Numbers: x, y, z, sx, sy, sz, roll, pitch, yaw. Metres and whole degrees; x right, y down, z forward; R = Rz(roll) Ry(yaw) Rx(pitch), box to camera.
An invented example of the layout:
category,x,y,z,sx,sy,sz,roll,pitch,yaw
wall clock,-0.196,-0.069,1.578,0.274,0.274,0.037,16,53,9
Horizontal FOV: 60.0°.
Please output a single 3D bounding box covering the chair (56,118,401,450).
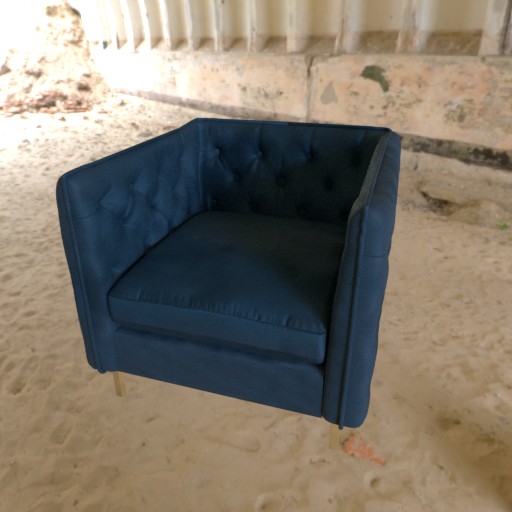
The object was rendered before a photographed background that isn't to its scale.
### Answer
category,x,y,z,sx,sy,sz,roll,pitch,yaw
chair,0.000,0.000,1.518,0.868,0.771,0.877,8,27,16
